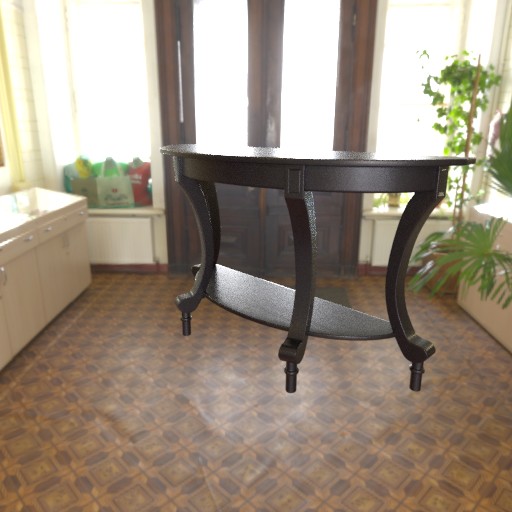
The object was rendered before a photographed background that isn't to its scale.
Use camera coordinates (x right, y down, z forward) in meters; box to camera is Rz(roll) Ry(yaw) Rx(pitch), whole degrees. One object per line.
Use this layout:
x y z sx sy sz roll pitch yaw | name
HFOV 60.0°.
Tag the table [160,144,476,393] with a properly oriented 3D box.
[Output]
0.000 0.000 1.502 0.394 0.692 1.198 -16 22 -42 | table
